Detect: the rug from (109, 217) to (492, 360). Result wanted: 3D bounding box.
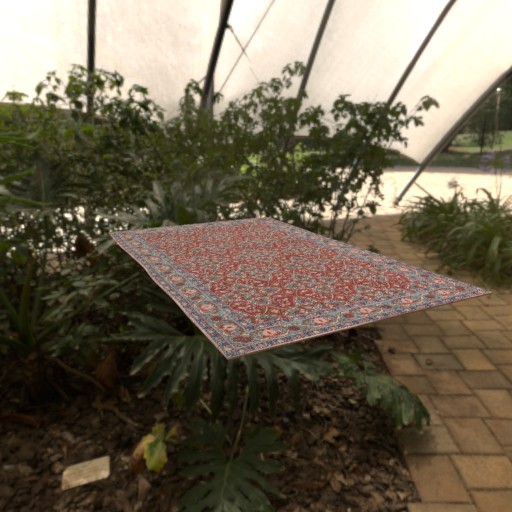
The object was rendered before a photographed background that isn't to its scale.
[{"bbox_3d":[0.000,0.000,3.024,1.533,0.011,2.439,-8,17,-27],"label":"rug"}]
